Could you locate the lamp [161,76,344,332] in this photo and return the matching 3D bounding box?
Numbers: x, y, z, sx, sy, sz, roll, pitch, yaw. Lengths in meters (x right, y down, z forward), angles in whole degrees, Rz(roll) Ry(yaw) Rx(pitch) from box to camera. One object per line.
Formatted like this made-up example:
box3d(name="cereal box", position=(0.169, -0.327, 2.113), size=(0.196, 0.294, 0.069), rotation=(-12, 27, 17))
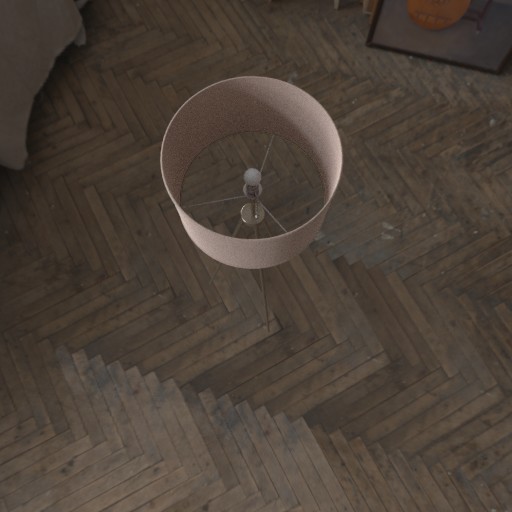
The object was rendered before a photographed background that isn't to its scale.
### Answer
box3d(name="lamp", position=(0.000, 0.000, 1.725), size=(0.449, 1.545, 0.460), rotation=(-22, 76, -6))
